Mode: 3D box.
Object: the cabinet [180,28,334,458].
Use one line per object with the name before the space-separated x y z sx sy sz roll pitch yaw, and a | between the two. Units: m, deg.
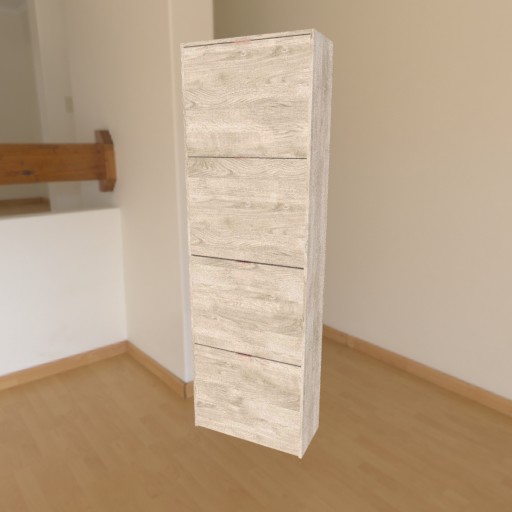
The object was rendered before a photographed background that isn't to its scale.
cabinet | 0.000 0.000 1.842 0.520 1.630 0.250 7 16 24
